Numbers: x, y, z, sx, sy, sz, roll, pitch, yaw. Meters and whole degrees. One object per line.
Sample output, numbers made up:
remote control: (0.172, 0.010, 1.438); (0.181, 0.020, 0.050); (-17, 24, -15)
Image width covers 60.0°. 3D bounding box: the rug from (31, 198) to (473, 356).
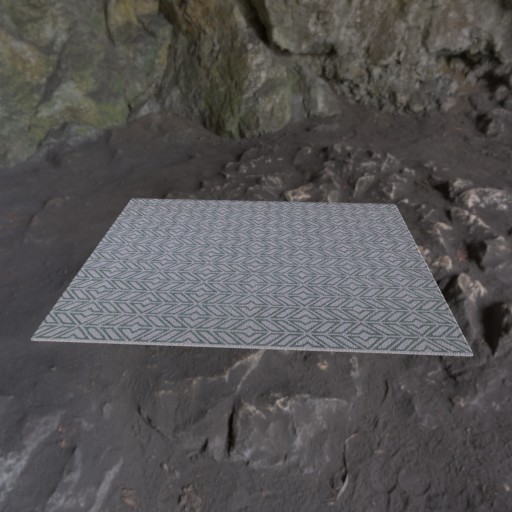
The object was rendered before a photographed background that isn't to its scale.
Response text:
rug: (0.000, 0.000, 4.078); (3.050, 0.017, 2.441); (2, 31, 3)
